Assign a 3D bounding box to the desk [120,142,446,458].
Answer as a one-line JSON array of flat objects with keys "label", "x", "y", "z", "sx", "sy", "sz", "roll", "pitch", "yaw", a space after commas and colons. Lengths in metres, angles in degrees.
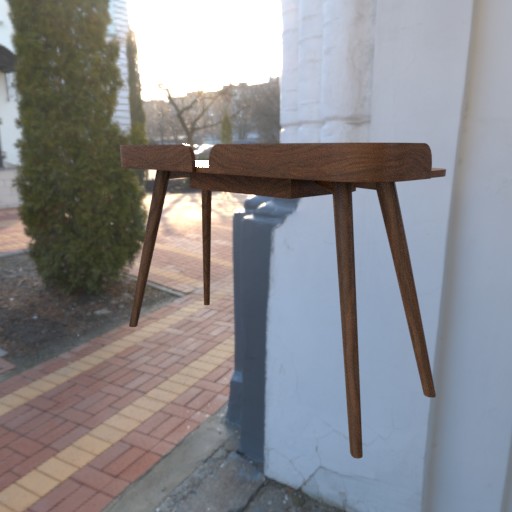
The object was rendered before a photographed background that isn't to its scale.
[{"label": "desk", "x": 0.000, "y": 0.000, "z": 1.641, "sx": 0.486, "sy": 0.800, "sz": 1.256, "roll": -13, "pitch": 19, "yaw": -42}]
